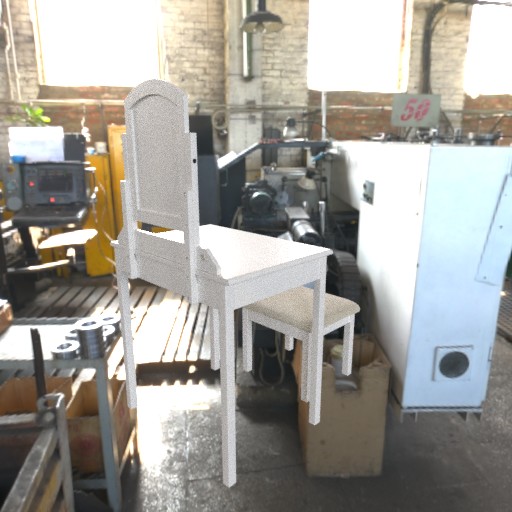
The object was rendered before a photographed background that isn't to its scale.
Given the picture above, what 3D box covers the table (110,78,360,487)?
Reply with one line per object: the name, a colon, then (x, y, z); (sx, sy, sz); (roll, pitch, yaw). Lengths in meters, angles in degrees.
table: (0.000, 0.000, 2.313); (0.876, 1.631, 1.211); (14, 21, 43)
